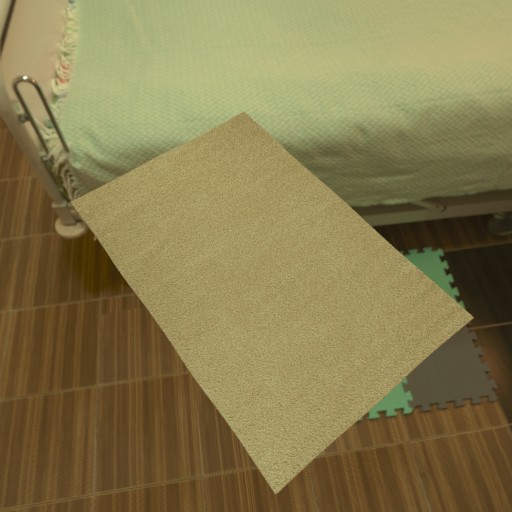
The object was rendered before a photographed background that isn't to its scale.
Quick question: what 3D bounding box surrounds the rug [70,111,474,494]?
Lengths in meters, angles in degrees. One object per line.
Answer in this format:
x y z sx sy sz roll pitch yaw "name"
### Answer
0.000 0.000 3.404 1.800 0.025 2.699 -33 64 -19 "rug"
